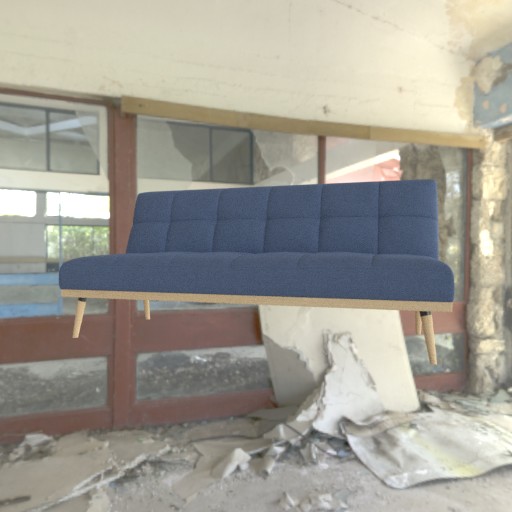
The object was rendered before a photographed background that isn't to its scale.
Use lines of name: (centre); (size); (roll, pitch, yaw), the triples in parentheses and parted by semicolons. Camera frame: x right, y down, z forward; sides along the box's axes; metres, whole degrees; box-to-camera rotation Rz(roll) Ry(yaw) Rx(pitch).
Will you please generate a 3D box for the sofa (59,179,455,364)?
sofa: (0.000, 0.000, 2.270); (1.800, 0.800, 0.796); (0, 1, 18)
